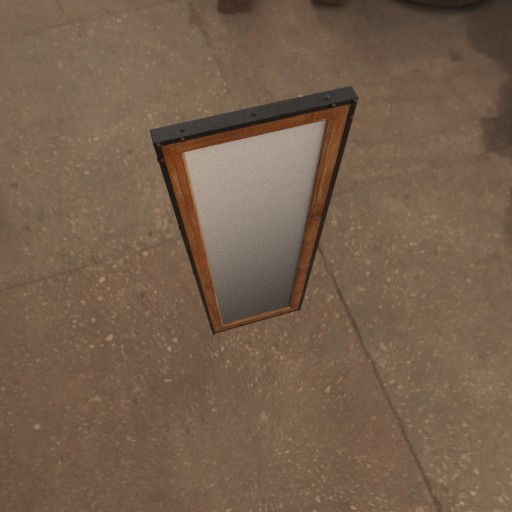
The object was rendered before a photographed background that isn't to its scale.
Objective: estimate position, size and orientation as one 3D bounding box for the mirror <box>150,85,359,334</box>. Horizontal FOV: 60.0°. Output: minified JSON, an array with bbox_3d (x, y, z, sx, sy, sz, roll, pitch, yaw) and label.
[{"bbox_3d":[0.000,0.000,1.211,0.354,1.080,0.042,-15,65,-7],"label":"mirror"}]
